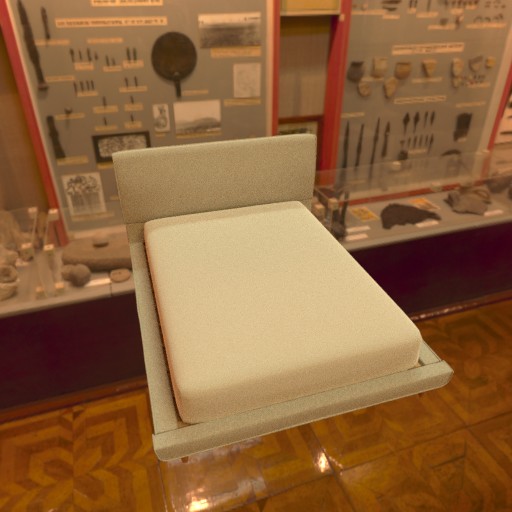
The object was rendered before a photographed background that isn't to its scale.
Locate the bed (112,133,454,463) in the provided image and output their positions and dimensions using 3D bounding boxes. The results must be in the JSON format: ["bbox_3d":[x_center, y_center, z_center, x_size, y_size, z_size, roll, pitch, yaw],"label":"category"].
[{"bbox_3d":[0.000,0.000,3.307,1.840,1.067,2.368,-9,33,-15],"label":"bed"}]
